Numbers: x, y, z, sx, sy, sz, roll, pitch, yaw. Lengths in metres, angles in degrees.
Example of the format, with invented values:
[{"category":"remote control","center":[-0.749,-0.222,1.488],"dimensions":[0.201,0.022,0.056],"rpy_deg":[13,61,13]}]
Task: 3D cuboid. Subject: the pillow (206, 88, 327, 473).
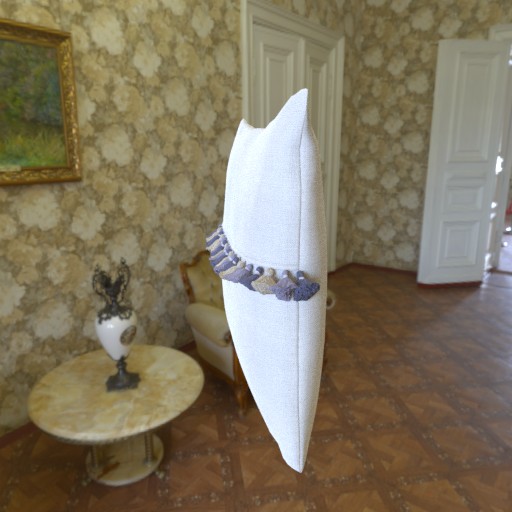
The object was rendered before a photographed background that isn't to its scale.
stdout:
[{"category":"pillow","center":[0.000,0.000,0.753],"dimensions":[0.165,0.481,0.489],"rpy_deg":[-2,13,-10]}]
